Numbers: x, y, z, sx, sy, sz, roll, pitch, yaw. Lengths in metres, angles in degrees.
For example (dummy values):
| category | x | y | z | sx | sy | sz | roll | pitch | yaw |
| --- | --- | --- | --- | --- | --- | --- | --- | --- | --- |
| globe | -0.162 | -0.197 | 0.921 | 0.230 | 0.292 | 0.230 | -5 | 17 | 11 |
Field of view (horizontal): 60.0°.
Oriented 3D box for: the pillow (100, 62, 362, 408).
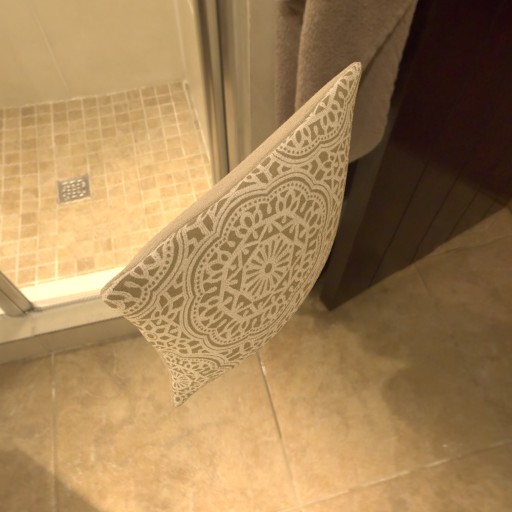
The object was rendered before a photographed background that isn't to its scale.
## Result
| category | x | y | z | sx | sy | sz | roll | pitch | yaw |
| --- | --- | --- | --- | --- | --- | --- | --- | --- | --- |
| pillow | 0.000 | 0.000 | 0.652 | 0.167 | 0.421 | 0.438 | 34 | 64 | 19 |
